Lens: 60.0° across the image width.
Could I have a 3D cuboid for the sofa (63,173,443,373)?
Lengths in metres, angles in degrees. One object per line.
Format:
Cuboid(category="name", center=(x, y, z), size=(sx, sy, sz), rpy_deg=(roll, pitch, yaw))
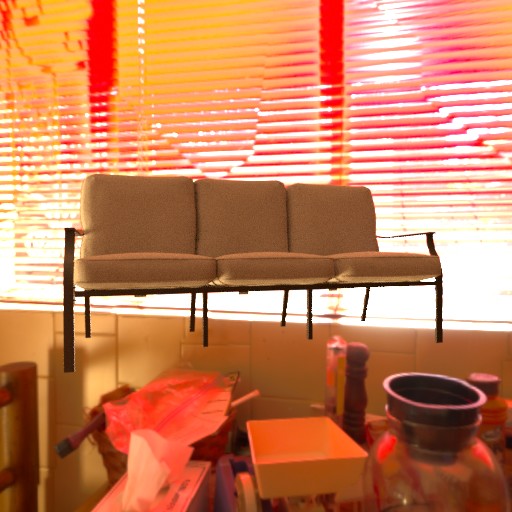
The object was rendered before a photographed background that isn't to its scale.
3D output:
Cuboid(category="sofa", center=(0.000, 0.000, 2.249), size=(1.740, 0.860, 0.787), rpy_deg=(0, 1, -18))
